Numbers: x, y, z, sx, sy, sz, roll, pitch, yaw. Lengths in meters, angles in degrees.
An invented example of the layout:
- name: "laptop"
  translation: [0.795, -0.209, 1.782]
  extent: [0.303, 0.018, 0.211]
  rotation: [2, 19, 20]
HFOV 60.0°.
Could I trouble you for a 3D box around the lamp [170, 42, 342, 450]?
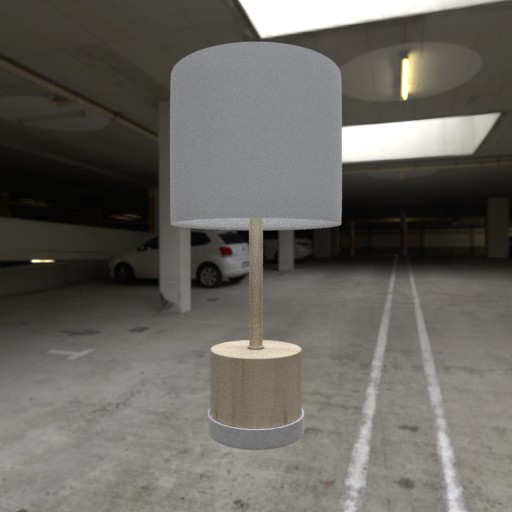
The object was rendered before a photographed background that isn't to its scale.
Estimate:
- name: "lamp"
  translation: [0.000, 0.000, 0.600]
  extent: [0.229, 0.470, 0.229]
  rotation: [0, 0, 18]
